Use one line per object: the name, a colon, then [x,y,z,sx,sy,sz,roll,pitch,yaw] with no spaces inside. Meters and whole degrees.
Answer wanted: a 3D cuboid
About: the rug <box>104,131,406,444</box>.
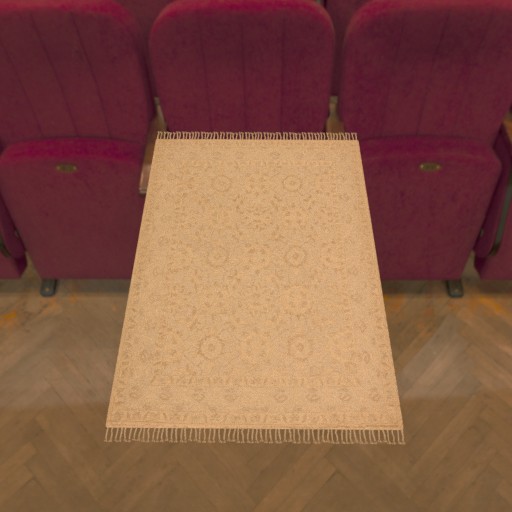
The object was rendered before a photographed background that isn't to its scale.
rug: [0.000,0.000,2.252,1.223,0.015,1.771,0,58,0]
